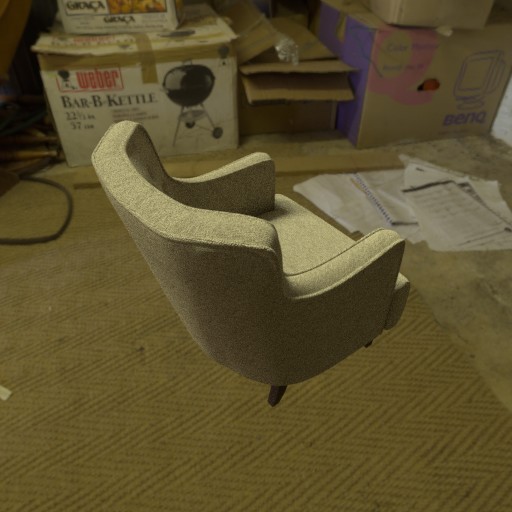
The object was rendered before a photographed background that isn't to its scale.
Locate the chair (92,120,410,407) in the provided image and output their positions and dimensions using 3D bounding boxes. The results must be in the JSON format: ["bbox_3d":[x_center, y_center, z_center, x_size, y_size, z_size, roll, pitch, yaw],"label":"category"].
[{"bbox_3d":[0.000,0.000,1.658,0.910,0.920,0.820,-25,46,-27],"label":"chair"}]
